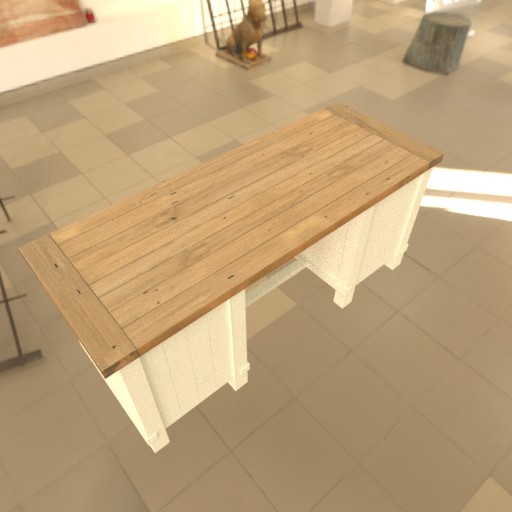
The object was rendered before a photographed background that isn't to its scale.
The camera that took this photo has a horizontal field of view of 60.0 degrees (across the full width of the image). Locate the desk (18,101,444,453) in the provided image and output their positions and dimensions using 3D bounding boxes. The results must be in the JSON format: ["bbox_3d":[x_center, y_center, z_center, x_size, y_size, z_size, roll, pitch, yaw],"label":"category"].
[{"bbox_3d":[0.000,0.000,2.190,1.803,0.760,0.688,-32,54,-27],"label":"desk"}]
